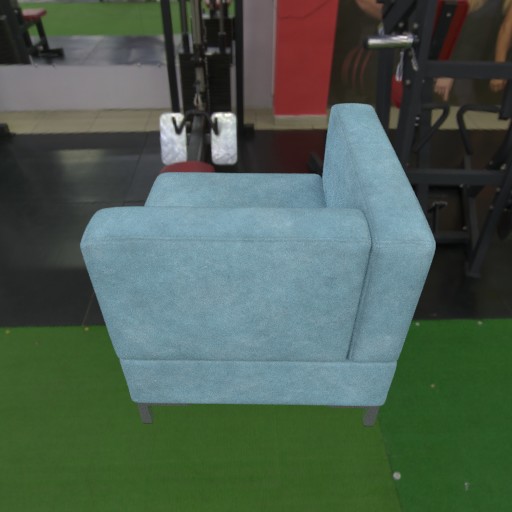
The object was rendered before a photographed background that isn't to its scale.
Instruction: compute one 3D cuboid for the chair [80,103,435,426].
[{"bbox_3d":[0.000,0.000,1.249,0.684,0.660,0.691,1,41,1],"label":"chair"}]
